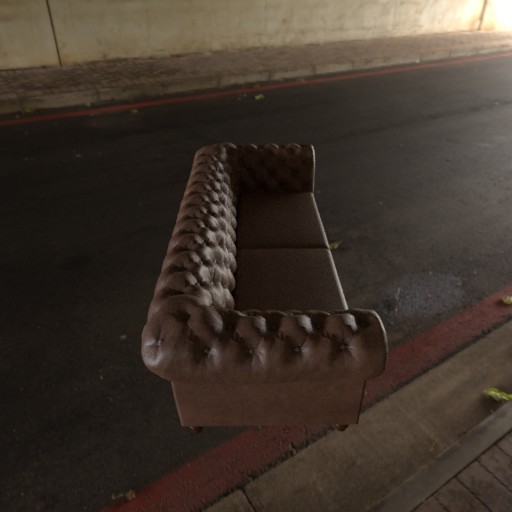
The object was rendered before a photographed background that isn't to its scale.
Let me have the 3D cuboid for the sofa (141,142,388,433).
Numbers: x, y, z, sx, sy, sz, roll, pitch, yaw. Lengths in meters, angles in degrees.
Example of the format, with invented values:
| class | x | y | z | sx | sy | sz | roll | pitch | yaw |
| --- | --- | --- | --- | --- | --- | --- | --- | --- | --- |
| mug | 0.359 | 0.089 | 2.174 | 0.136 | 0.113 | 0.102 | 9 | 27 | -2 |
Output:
| class | x | y | z | sx | sy | sz | roll | pitch | yaw |
| --- | --- | --- | --- | --- | --- | --- | --- | --- | --- |
| sofa | 0.000 | 0.000 | 2.755 | 0.944 | 0.783 | 2.385 | 0 | 32 | -1 |
